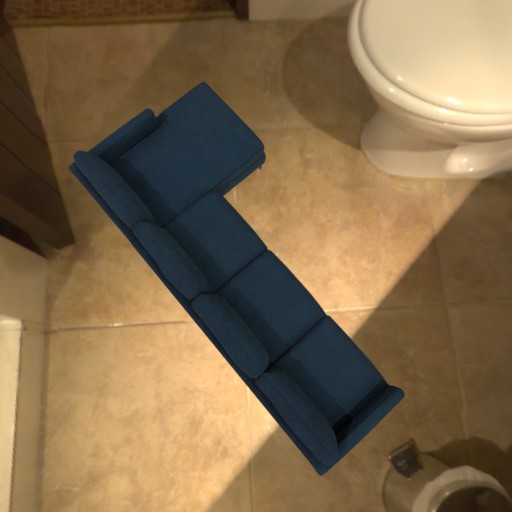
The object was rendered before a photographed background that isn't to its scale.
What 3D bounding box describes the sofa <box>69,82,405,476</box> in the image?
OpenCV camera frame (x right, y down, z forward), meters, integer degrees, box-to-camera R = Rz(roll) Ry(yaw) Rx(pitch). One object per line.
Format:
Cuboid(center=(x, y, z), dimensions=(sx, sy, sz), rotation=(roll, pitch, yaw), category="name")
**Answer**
Cuboid(center=(0.000, 0.000, 3.424), dimensions=(1.350, 0.810, 2.932), rotation=(-40, 80, -9), category="sofa")
